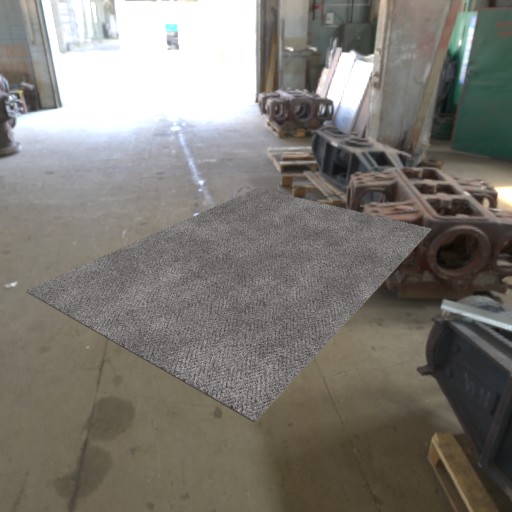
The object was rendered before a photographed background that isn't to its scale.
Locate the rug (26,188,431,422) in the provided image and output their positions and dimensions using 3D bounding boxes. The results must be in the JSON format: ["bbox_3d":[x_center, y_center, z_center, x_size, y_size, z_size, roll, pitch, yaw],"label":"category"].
[{"bbox_3d":[0.000,0.000,2.895,1.600,0.008,2.235,18,32,31],"label":"rug"}]
